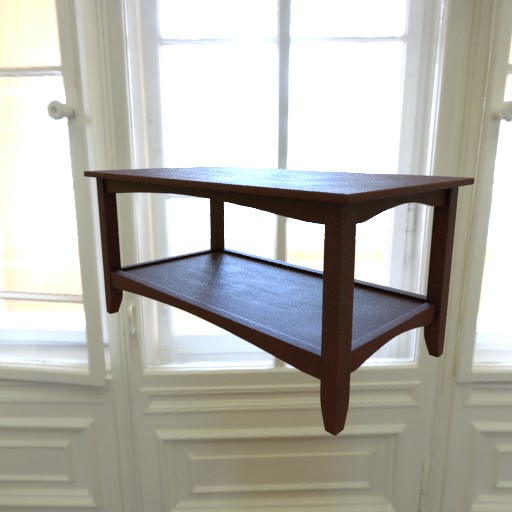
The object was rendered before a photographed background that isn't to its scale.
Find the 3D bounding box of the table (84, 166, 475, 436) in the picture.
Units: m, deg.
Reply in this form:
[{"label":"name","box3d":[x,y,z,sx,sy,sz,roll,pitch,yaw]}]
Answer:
[{"label":"table","box3d":[0.000,0.000,1.251,0.533,0.456,0.943,-13,19,-43]}]
